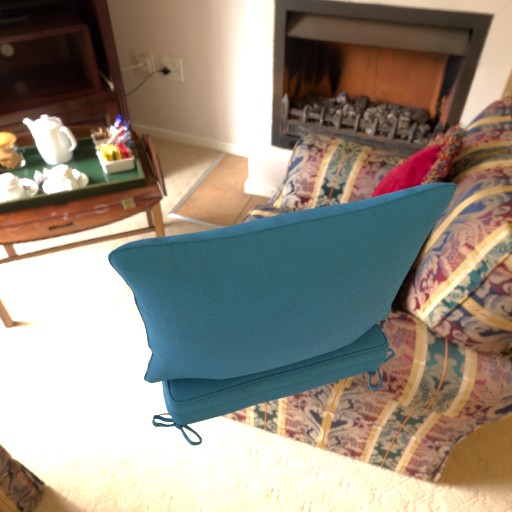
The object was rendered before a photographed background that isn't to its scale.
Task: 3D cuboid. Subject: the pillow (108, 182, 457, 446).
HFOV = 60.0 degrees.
[{"bbox_3d":[0.000,0.000,1.337,0.798,0.725,0.733,-12,44,-13],"label":"pillow"}]
